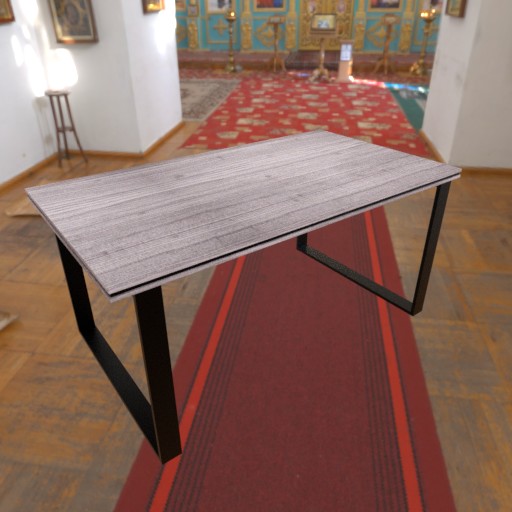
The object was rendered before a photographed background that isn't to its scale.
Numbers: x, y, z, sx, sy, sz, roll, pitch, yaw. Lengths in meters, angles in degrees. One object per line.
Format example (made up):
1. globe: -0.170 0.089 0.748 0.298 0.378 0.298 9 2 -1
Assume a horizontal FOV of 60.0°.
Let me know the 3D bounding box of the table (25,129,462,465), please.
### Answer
1. table: 0.000 0.000 2.002 1.579 0.736 0.881 -20 35 -31
